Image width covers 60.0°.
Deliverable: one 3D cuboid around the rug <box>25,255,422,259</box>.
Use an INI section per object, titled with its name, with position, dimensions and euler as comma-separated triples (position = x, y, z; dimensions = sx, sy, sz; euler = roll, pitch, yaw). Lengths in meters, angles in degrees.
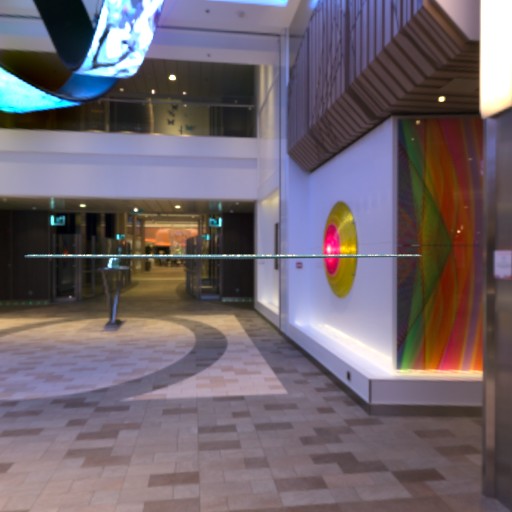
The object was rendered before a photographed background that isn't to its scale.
[rug]
position = 0.000, 0.000, 2.354
dimensions = 1.211, 0.012, 1.833
euler = 0, 0, 36
